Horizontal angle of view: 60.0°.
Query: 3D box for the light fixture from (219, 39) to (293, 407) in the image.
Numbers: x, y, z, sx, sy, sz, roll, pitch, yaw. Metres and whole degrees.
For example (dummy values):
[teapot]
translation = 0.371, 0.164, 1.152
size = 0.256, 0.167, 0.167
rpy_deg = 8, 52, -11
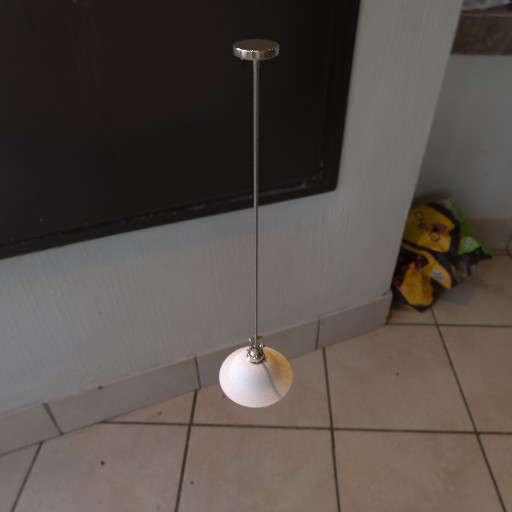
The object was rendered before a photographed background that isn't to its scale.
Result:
[light fixture]
translation = 0.000, 0.000, 1.529
size = 0.324, 1.354, 0.324
rpy_deg = -11, 40, -13
